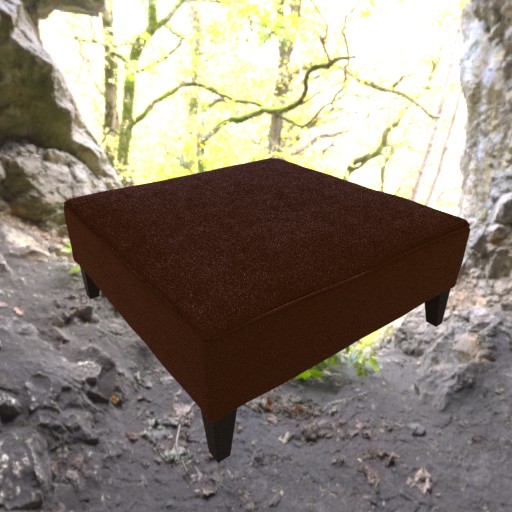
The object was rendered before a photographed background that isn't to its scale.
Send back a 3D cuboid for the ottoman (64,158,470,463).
[{"bbox_3d":[0.000,0.000,1.558,0.999,0.438,0.997,-19,33,-32],"label":"ottoman"}]
